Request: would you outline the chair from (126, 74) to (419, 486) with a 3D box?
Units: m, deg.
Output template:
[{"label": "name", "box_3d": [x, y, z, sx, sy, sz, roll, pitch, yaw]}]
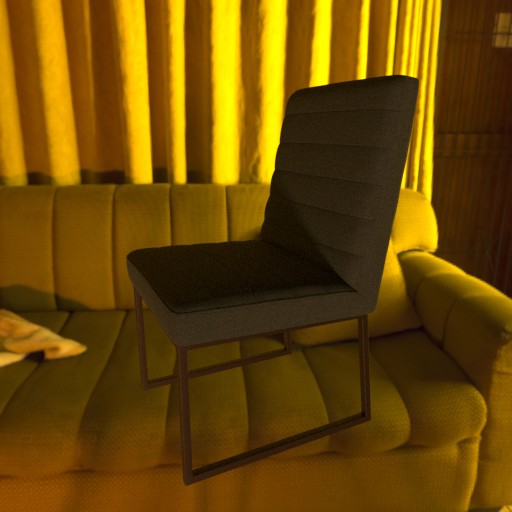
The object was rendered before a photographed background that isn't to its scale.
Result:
[{"label": "chair", "box_3d": [0.000, 0.000, 1.238, 0.634, 0.930, 0.520, -8, 17, -25]}]
